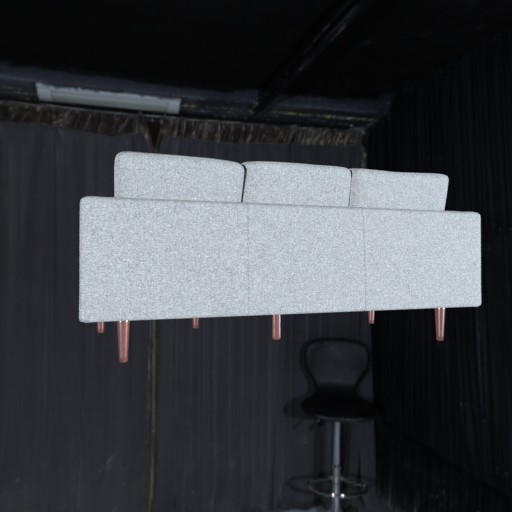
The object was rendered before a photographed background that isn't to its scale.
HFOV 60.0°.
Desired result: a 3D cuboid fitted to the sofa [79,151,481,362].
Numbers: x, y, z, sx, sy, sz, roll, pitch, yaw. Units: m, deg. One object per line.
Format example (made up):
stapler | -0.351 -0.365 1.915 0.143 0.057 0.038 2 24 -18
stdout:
sofa | 0.000 0.000 2.894 2.055 0.957 1.667 0 0 -18
